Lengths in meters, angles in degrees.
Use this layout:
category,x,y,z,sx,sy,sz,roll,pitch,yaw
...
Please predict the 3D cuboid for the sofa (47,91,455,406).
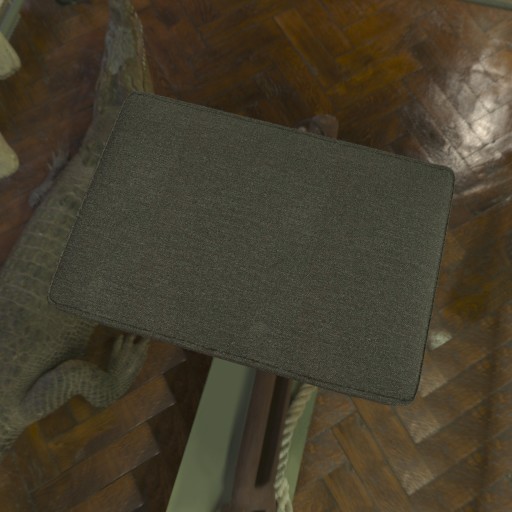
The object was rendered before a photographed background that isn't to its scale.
category,x,y,z,sx,sy,sz,roll,pitch,yaw
sofa,0.000,0.000,1.215,0.854,0.457,0.578,15,76,4
